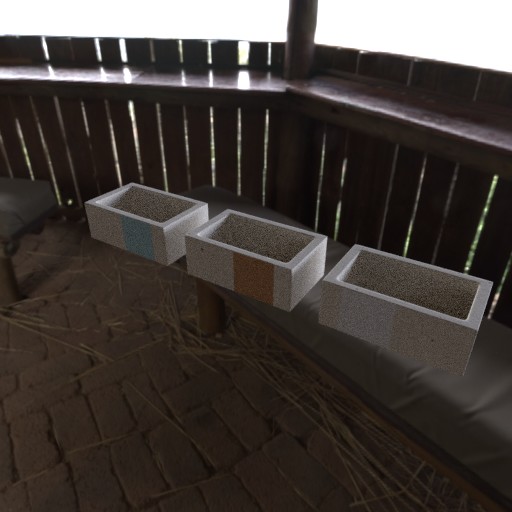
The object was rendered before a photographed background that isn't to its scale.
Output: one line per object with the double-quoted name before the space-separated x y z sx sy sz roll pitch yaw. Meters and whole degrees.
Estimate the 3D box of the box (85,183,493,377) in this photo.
"box" 0.000 0.000 0.494 0.461 0.051 0.082 18 35 28
